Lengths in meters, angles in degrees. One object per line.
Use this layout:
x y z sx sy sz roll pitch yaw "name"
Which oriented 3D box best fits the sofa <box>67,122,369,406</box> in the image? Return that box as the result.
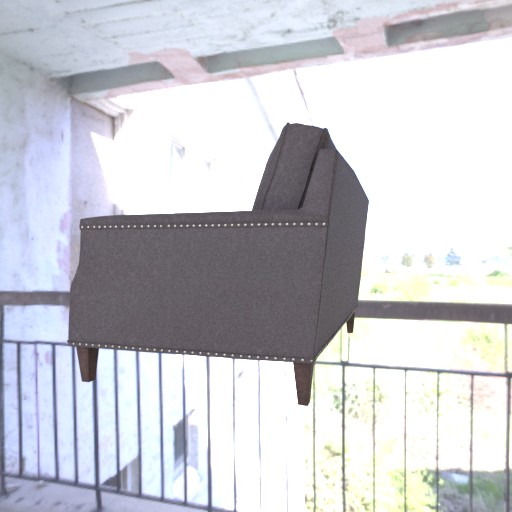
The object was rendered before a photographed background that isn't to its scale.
0.000 0.000 2.329 1.084 1.003 1.597 0 0 18 "sofa"
